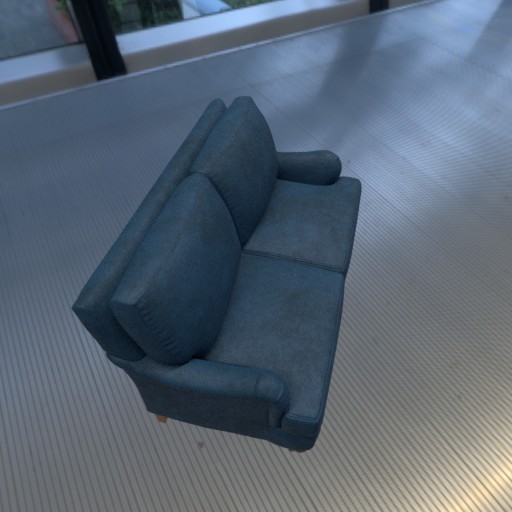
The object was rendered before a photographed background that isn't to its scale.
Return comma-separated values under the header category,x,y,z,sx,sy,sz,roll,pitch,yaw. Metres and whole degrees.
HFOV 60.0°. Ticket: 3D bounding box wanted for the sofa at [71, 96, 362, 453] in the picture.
category,x,y,z,sx,sy,sz,roll,pitch,yaw
sofa,0.000,0.000,2.585,1.084,1.101,1.853,11,48,10
